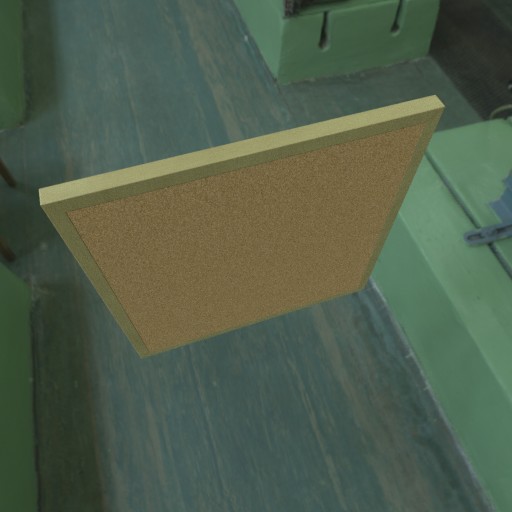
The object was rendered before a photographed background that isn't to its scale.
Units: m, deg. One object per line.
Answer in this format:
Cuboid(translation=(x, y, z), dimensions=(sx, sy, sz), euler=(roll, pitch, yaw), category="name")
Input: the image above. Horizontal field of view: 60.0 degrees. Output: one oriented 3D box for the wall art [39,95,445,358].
Cuboid(translation=(0.000, 0.000, 1.127), dimensions=(0.763, 0.763, 0.037), euler=(-16, 59, -10), category="wall art")
